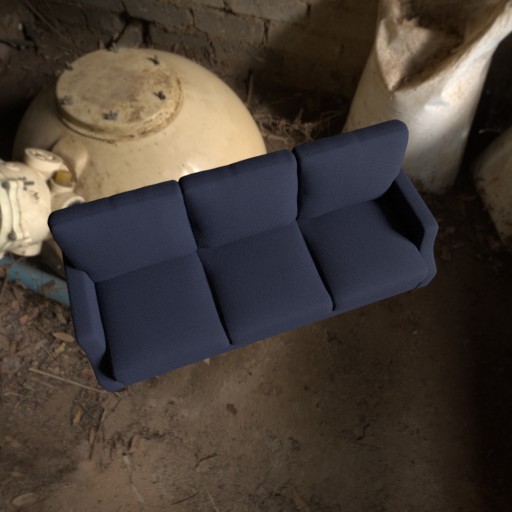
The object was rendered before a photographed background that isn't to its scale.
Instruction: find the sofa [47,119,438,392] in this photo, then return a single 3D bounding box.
[{"bbox_3d":[0.000,0.000,2.642,2.115,0.984,0.888,-17,63,-9],"label":"sofa"}]
